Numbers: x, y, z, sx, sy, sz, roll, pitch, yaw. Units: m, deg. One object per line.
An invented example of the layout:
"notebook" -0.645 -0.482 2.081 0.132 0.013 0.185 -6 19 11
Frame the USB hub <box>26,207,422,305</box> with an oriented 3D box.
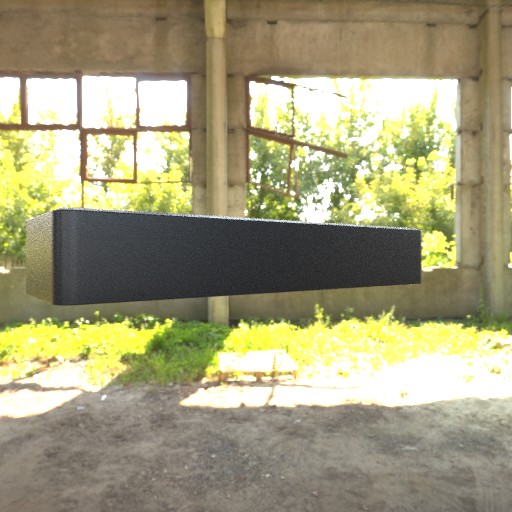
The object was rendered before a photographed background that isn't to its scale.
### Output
"USB hub" 0.000 0.000 0.161 0.145 0.023 0.044 0 0 -36
